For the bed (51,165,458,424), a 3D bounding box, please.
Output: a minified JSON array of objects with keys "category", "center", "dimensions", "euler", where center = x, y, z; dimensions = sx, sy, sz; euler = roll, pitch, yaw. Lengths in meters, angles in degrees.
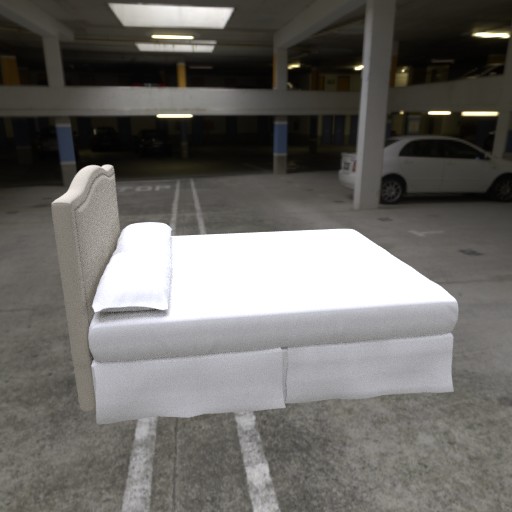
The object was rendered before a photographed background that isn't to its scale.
[{"category":"bed","center":[0.000,0.000,3.504],"dimensions":[2.477,1.437,1.977],"euler":[-3,18,-9]}]
